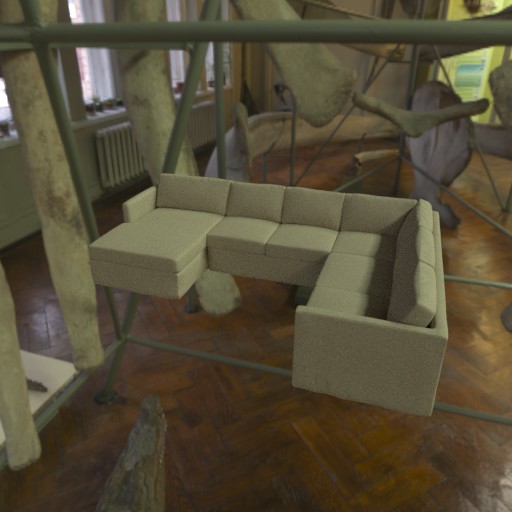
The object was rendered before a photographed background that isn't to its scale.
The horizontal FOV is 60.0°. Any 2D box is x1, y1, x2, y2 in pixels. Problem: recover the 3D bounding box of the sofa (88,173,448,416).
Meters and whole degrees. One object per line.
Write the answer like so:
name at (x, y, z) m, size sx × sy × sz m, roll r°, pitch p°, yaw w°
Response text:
sofa at (0.000, 0.000, 4.489) m, size 3.528 × 0.878 × 2.476 m, roll 9°, pitch 28°, yaw 17°
